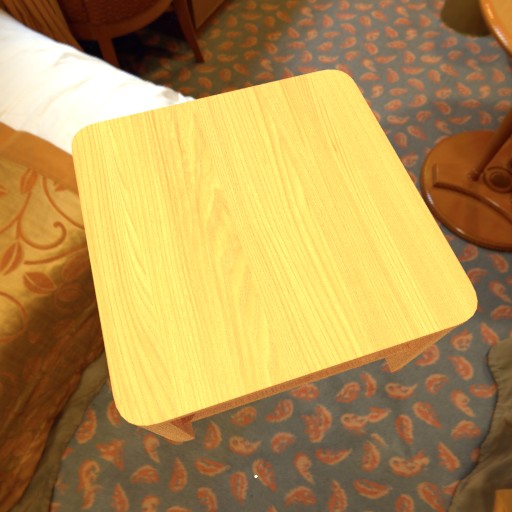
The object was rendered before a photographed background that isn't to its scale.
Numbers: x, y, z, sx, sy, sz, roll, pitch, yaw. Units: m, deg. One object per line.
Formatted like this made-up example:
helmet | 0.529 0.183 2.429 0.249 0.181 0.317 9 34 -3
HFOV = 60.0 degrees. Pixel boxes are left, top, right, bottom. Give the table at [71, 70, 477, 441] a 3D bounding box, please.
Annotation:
table | 0.000 0.000 1.203 0.750 0.450 0.750 -16 65 -8
